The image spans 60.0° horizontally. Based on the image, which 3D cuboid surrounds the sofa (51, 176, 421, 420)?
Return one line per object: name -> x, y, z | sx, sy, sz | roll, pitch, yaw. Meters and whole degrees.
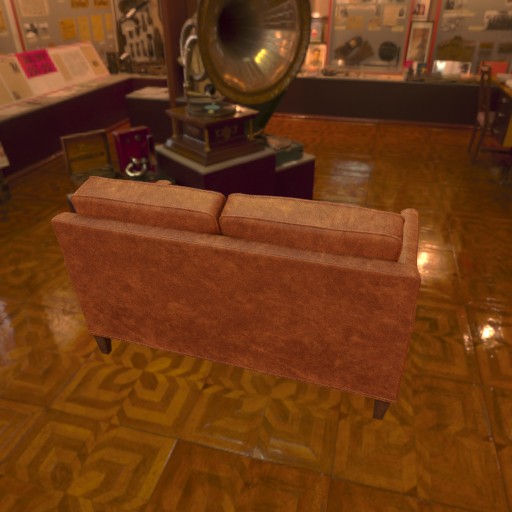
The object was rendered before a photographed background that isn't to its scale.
sofa -> 0.000, 0.000, 2.302 | 1.597, 1.003, 1.084 | 9, 33, 14
